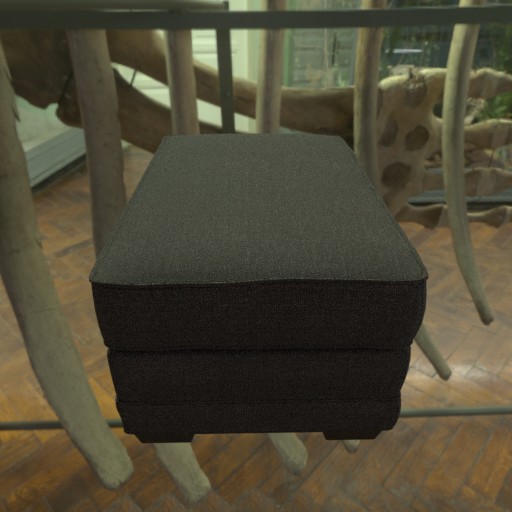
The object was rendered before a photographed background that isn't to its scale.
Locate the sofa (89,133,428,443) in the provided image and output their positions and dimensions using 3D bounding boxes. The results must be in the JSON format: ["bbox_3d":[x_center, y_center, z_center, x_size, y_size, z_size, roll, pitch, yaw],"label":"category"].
[{"bbox_3d":[0.000,0.000,1.174,0.578,0.457,0.854,-1,31,-1],"label":"sofa"}]
